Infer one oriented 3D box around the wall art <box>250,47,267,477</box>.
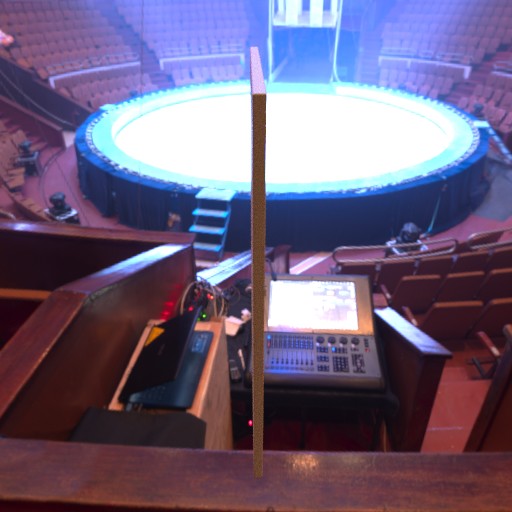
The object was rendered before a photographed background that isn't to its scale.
[{"bbox_3d":[0.000,0.000,0.599,0.011,0.482,0.329,0,31,-1],"label":"wall art"}]
